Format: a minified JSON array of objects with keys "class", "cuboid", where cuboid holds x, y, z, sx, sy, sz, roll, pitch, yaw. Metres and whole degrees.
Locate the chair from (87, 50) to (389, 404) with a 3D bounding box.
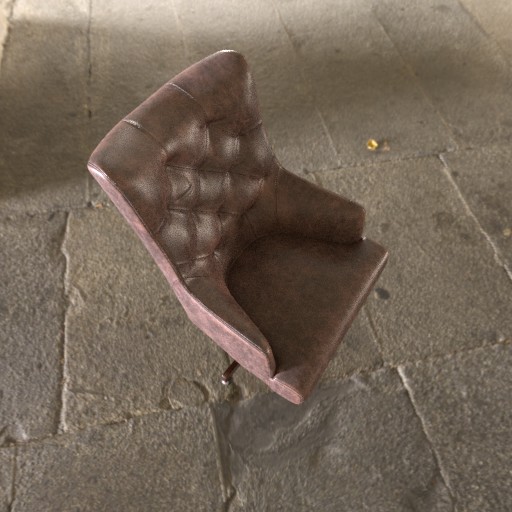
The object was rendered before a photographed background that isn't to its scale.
[{"class":"chair","cuboid":[0.000,0.000,1.508,0.762,1.035,0.641,29,62,17]}]
